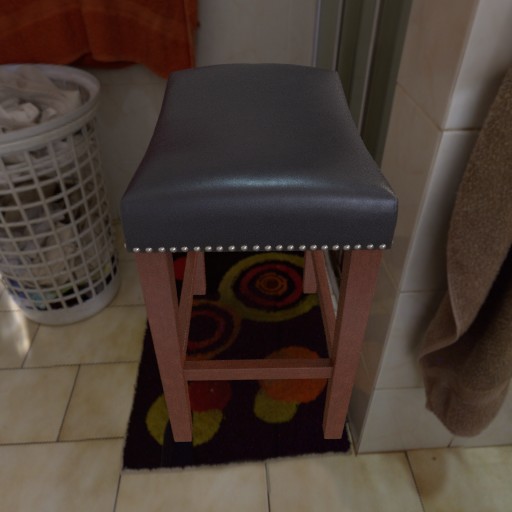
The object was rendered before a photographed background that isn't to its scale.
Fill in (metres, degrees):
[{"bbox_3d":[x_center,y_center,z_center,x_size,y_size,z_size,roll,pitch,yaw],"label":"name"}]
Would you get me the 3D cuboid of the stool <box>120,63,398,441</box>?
[{"bbox_3d":[0.000,0.000,0.939,0.372,0.654,0.504,-1,40,-1],"label":"stool"}]
